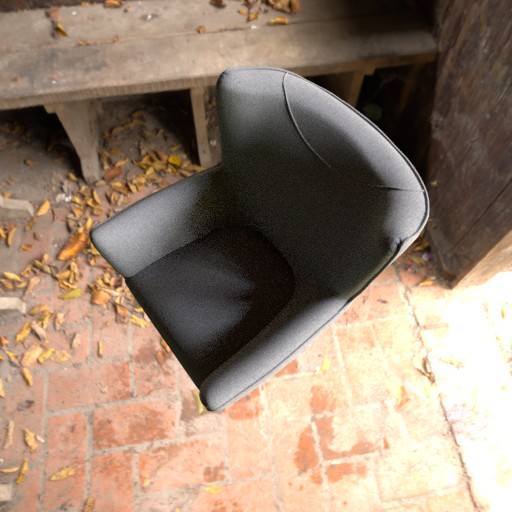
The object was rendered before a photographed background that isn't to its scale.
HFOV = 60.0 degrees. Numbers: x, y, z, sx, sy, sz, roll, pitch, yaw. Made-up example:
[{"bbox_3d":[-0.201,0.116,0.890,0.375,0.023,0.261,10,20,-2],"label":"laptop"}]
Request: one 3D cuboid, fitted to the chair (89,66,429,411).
[{"bbox_3d":[0.000,0.000,1.597,0.888,0.933,0.781,-35,68,-16],"label":"chair"}]
